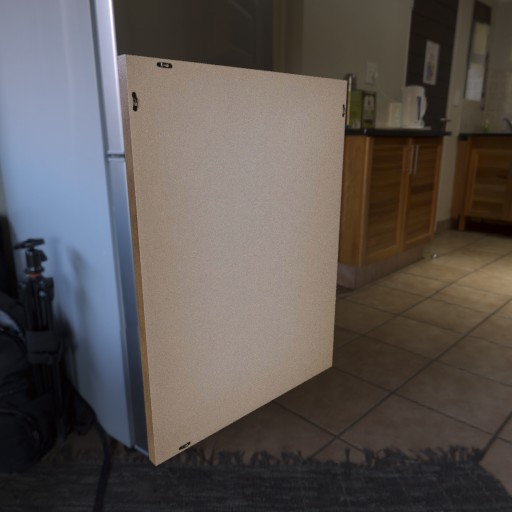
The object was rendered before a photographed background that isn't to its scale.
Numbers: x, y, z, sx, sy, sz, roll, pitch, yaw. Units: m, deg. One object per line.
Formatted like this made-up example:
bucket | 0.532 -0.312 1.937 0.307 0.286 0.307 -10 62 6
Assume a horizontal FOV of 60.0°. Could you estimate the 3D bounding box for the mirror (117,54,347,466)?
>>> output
mirror | 0.000 0.000 1.308 0.762 1.016 0.040 -14 22 -41
